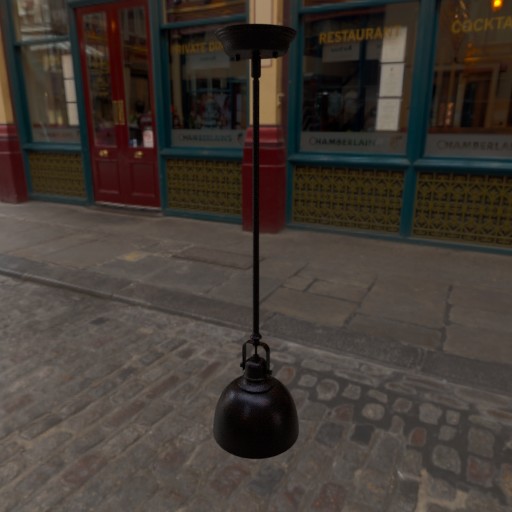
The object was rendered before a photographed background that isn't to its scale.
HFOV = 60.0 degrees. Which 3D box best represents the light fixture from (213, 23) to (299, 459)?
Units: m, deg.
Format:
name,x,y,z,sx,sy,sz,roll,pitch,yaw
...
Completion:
name,x,y,z,sx,sy,sz,roll,pitch,yaw
light fixture,0.000,0.000,0.840,0.182,0.768,0.182,8,17,26
